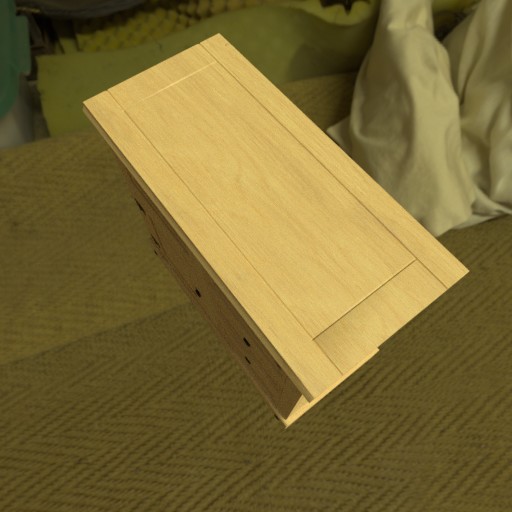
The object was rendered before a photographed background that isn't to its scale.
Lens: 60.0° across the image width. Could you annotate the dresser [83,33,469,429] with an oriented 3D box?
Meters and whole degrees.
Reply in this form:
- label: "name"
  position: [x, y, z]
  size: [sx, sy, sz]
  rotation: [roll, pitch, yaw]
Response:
- label: "dresser"
  position: [0.000, 0.000, 1.409]
  size: [0.440, 0.835, 0.915]
  rotation: [-34, 69, -15]
